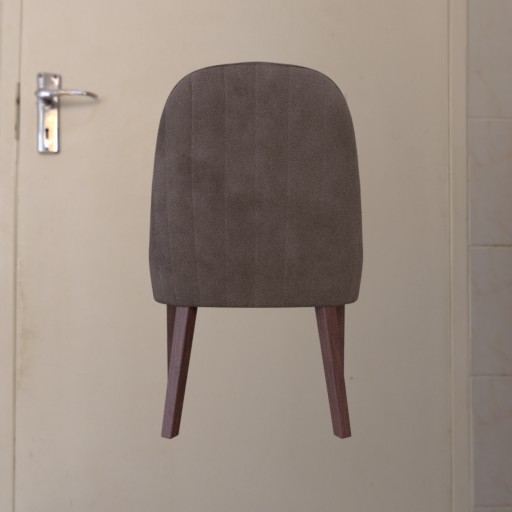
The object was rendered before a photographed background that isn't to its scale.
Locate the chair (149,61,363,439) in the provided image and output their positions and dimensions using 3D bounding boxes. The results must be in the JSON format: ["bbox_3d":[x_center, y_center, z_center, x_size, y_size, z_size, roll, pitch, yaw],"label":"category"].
[{"bbox_3d":[0.000,0.000,1.285,0.643,0.889,0.575,0,-1,0],"label":"chair"}]
